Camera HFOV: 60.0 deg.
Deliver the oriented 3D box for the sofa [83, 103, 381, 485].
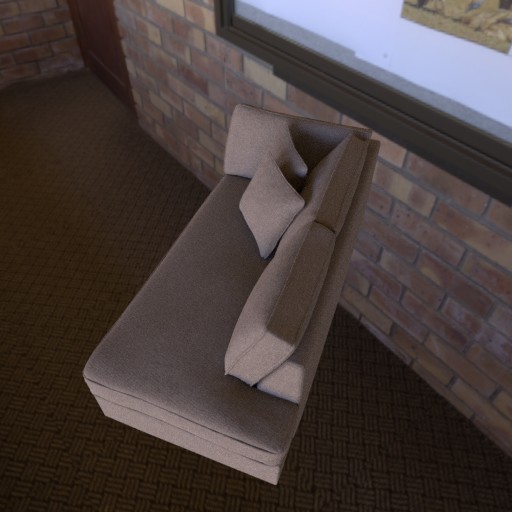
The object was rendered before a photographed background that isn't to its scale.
[{"bbox_3d":[0.000,0.000,2.802,1.110,1.033,2.237,15,48,14],"label":"sofa"}]
